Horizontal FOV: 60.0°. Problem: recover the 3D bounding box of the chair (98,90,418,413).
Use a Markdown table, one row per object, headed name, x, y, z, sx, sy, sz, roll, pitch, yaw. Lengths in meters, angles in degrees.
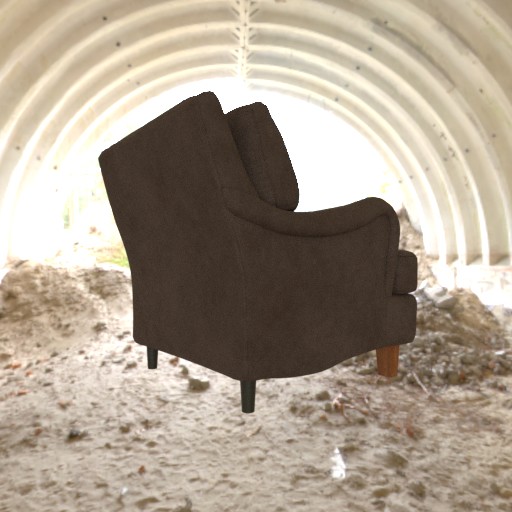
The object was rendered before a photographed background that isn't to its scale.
| name | x | y | z | sx | sy | sz | roll | pitch | yaw |
| --- | --- | --- | --- | --- | --- | --- | --- | --- | --- |
| chair | 0.000 | 0.000 | 1.878 | 1.070 | 0.997 | 0.955 | 1 | -1 | -37 |
